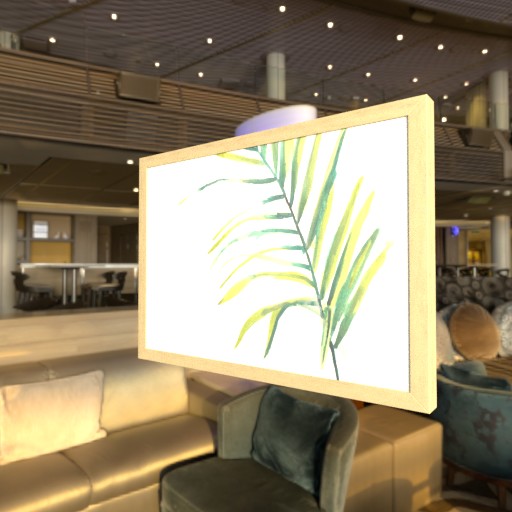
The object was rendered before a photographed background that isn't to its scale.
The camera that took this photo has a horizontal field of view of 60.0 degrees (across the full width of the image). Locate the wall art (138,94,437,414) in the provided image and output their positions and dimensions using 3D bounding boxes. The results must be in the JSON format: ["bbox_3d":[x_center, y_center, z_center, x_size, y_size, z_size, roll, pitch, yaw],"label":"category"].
[{"bbox_3d":[0.000,0.000,0.697,0.532,0.380,0.032,-1,-2,37],"label":"wall art"}]
